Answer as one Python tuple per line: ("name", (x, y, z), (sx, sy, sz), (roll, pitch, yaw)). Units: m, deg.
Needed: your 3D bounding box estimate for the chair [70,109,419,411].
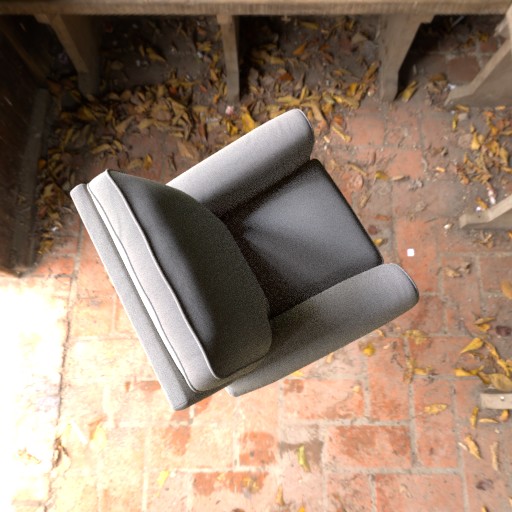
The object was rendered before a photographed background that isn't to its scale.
("chair", (0.000, 0.000, 1.653), (0.878, 0.960, 0.890), (-28, 77, -7))
